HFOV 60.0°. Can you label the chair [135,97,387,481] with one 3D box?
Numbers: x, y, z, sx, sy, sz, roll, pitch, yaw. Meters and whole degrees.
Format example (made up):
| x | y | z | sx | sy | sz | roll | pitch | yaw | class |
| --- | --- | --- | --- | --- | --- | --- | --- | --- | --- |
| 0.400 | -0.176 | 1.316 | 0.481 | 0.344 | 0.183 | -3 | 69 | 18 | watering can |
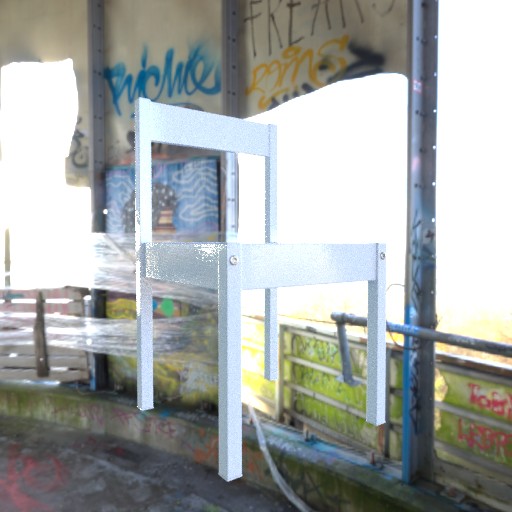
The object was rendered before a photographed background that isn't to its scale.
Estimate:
| x | y | z | sx | sy | sz | roll | pitch | yaw | class |
| --- | --- | --- | --- | --- | --- | --- | --- | --- | --- |
| 0.000 | 0.000 | 0.697 | 0.285 | 0.505 | 0.285 | -1 | 2 | -36 | chair |
